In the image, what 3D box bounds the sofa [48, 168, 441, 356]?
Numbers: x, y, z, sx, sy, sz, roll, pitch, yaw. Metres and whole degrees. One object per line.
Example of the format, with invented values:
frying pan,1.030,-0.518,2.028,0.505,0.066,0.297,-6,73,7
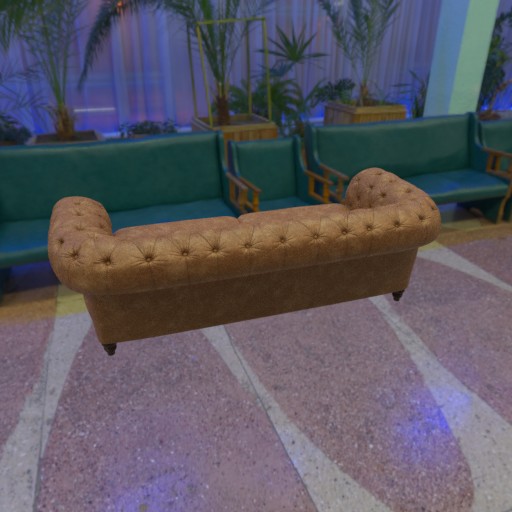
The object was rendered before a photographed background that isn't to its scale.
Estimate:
sofa,0.000,0.000,2.795,2.365,0.760,0.989,-8,28,-16
